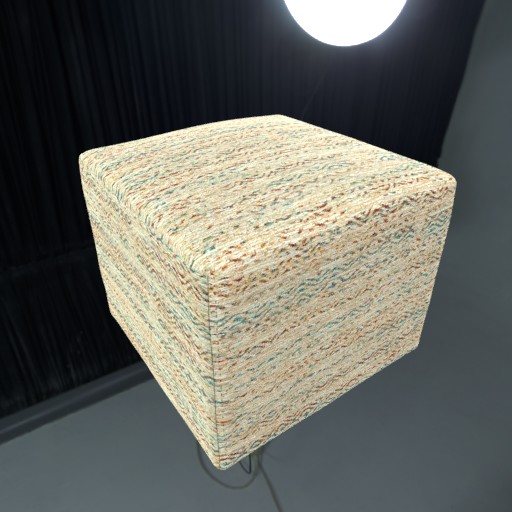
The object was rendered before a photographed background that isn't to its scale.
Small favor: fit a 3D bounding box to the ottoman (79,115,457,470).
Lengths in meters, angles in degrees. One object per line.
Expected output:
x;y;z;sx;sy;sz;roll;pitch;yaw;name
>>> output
0.000;0.000;0.909;0.512;0.453;0.521;-21;37;-29;ottoman
